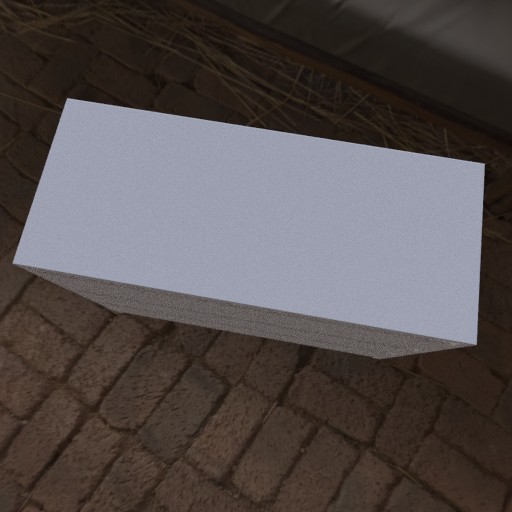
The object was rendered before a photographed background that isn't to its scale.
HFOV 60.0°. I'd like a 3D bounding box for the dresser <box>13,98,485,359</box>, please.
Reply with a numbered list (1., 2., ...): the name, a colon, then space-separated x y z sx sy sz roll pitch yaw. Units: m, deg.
1. dresser: 0.000 0.000 1.488 1.100 0.820 0.460 10 75 3
